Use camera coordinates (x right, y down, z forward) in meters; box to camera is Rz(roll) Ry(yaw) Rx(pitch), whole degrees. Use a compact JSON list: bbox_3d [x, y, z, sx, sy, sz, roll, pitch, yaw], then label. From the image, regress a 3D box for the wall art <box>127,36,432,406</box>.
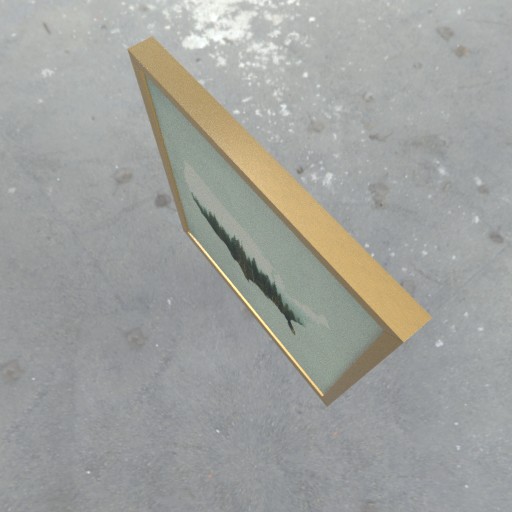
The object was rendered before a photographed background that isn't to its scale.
[{"bbox_3d":[0.000,0.000,0.745,0.040,0.509,0.509,-35,70,-15],"label":"wall art"}]
